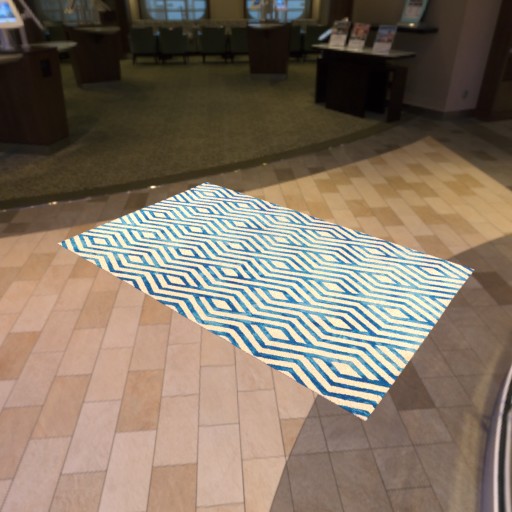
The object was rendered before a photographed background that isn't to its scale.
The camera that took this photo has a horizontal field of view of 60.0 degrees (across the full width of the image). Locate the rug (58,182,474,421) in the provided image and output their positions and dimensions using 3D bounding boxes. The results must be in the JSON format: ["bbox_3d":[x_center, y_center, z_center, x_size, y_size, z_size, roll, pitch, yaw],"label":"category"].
[{"bbox_3d":[0.000,0.000,3.046,2.439,0.008,1.531,23,38,33],"label":"rug"}]
